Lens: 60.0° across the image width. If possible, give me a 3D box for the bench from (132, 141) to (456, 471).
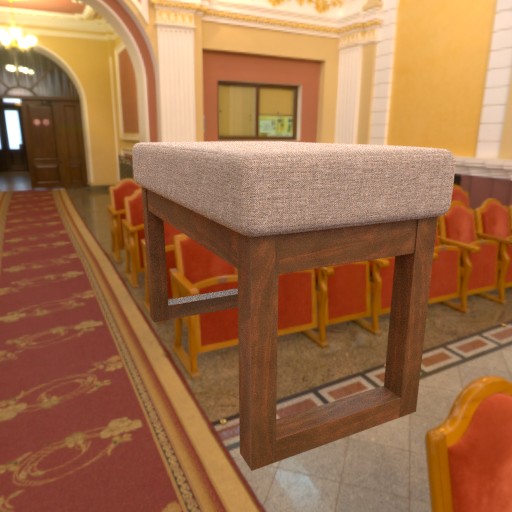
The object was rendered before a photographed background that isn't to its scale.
[{"bbox_3d":[0.000,0.000,0.949,0.366,0.467,0.681,-8,17,-25],"label":"bench"}]
